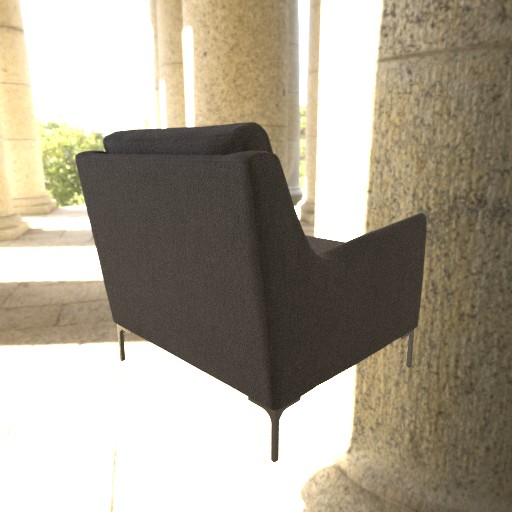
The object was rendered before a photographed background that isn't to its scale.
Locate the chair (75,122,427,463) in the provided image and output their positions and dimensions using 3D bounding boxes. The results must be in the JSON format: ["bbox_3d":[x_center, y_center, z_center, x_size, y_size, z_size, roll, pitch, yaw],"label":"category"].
[{"bbox_3d":[0.000,0.000,1.514,0.849,0.828,0.847,-13,19,-43],"label":"chair"}]
